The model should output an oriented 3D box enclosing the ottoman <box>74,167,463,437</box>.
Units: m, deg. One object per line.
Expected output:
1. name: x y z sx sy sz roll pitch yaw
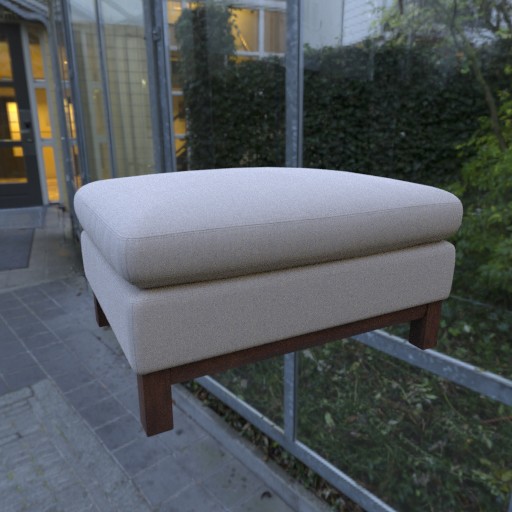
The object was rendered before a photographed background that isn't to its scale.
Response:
1. ottoman: 0.000 0.000 1.099 0.771 0.420 0.606 -8 18 -27
